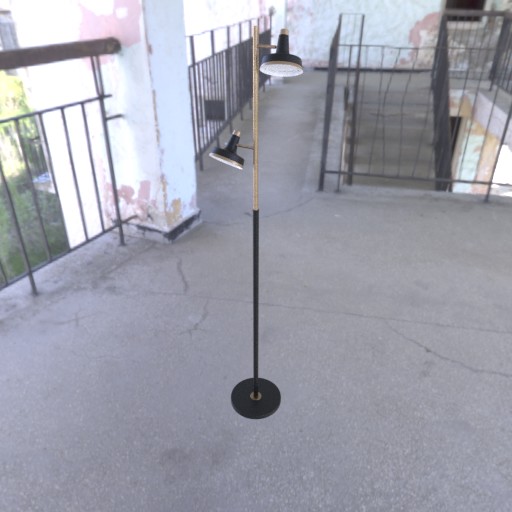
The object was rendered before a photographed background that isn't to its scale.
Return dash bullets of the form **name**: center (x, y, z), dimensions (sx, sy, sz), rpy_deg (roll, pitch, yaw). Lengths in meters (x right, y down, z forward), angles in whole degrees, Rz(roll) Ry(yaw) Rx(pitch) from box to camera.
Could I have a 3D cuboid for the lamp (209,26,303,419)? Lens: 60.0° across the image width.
- **lamp**: center (0.000, 0.000, 1.815), dimensions (0.351, 1.674, 0.253), rpy_deg (17, 34, 27)
